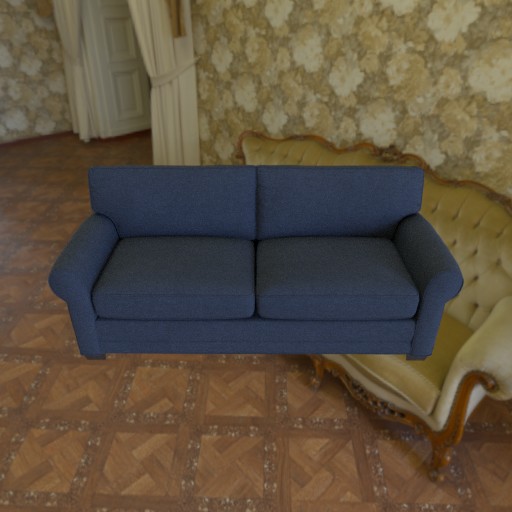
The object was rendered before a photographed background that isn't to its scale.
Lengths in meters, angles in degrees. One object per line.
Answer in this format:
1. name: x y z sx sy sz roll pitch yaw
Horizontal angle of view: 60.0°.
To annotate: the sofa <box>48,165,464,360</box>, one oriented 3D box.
1. sofa: 0.000 0.000 2.919 2.391 1.026 0.954 0 31 0
